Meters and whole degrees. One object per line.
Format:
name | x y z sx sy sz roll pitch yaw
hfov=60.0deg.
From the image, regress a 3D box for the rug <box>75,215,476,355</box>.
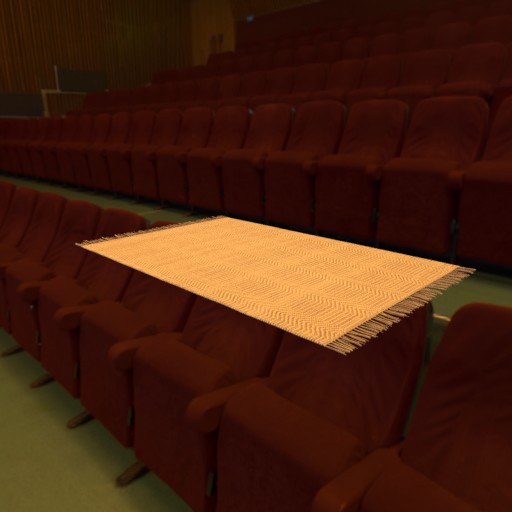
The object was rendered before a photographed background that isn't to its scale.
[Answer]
rug | 0.000 0.000 2.546 2.021 0.027 1.224 16 23 42
